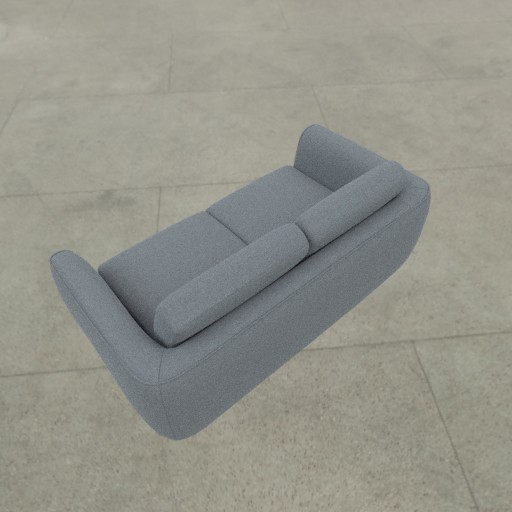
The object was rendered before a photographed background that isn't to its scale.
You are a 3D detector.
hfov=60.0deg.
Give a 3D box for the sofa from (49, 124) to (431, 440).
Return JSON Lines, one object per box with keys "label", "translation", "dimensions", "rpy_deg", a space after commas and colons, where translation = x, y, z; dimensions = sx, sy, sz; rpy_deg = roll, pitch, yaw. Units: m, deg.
{"label": "sofa", "translation": [0.000, 0.000, 2.187], "dimensions": [1.700, 0.850, 0.920], "rpy_deg": [-32, 55, -27]}
